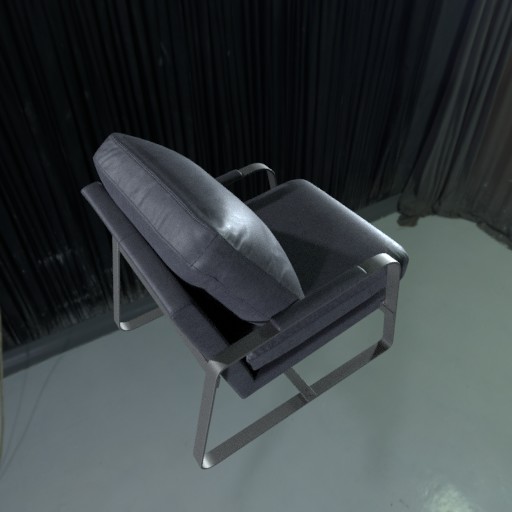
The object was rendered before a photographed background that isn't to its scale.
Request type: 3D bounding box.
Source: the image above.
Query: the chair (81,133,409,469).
[{"bbox_3d":[0.000,0.000,1.472,0.878,0.839,0.692,-25,47,-25],"label":"chair"}]
